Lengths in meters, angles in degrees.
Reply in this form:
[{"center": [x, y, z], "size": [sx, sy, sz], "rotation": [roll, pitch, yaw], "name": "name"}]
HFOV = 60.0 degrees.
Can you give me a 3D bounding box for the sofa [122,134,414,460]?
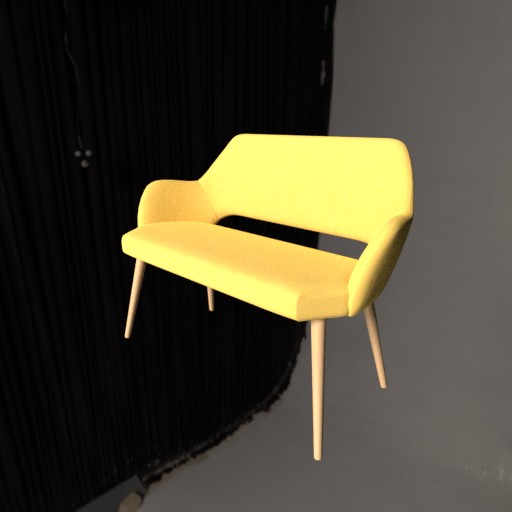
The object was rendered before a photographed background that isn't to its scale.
[{"center": [0.000, 0.000, 1.629], "size": [1.150, 0.840, 0.610], "rotation": [16, 23, 42], "name": "sofa"}]
